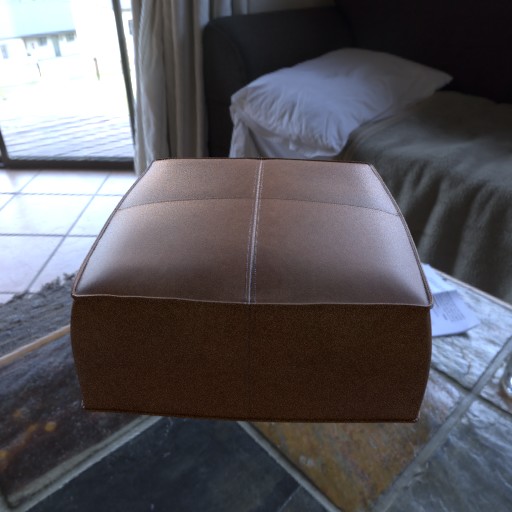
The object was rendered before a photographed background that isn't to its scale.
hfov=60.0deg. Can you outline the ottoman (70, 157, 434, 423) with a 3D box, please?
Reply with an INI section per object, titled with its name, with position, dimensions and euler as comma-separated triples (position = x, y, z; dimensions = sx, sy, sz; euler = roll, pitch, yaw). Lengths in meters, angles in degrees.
[ottoman]
position = 0.000, 0.000, 1.355
dimensions = 0.901, 0.395, 0.902
euler = 1, 34, 2
